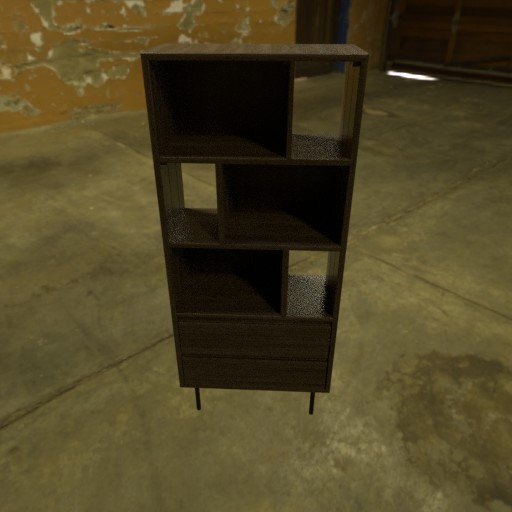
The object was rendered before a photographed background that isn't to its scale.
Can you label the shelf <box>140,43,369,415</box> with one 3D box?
[{"bbox_3d":[0.000,0.000,1.813,0.670,1.545,0.323,1,30,2],"label":"shelf"}]
